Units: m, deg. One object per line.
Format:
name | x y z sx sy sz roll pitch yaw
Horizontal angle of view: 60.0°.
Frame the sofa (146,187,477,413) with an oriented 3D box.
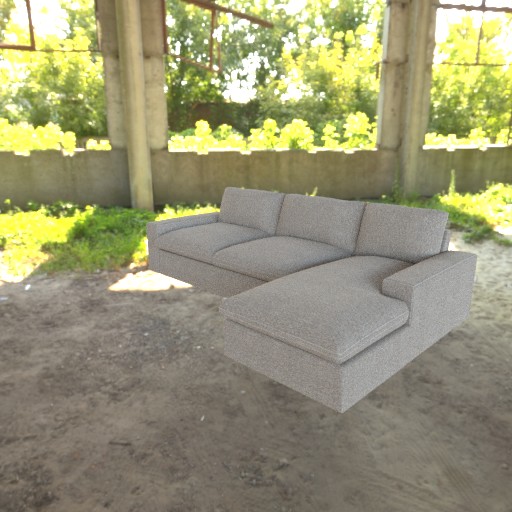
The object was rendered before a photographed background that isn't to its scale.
sofa | 0.000 0.000 3.477 2.718 0.813 1.689 14 20 43
